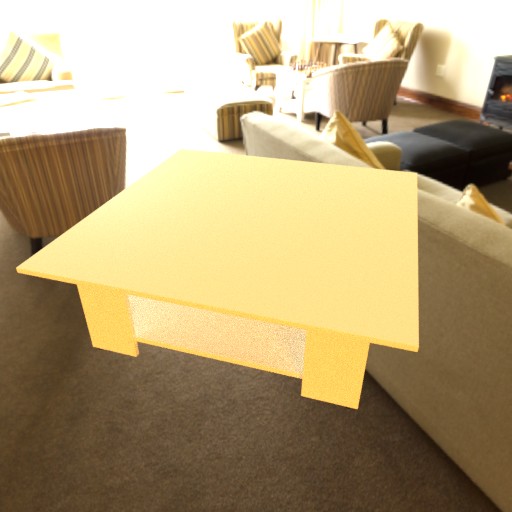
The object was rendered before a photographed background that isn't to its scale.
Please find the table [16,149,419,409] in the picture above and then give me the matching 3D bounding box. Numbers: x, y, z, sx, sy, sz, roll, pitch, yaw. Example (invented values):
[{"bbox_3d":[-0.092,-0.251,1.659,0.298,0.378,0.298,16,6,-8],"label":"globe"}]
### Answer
[{"bbox_3d":[0.000,0.000,1.356,0.890,0.305,0.890,9,33,14],"label":"table"}]
